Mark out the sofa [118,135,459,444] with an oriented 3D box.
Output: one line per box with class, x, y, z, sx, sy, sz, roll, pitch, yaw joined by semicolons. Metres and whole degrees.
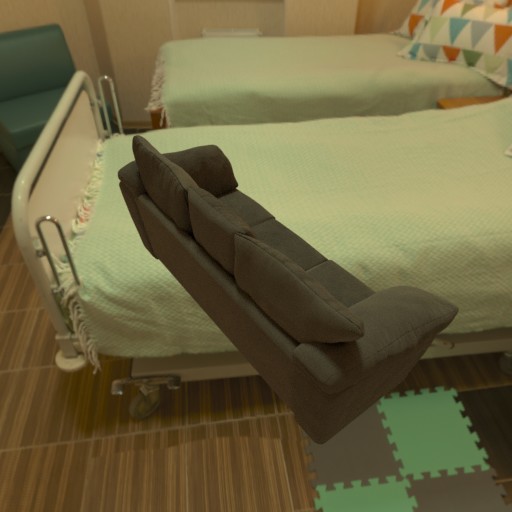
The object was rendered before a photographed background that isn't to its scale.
sofa;0.000;0.000;2.899;0.878;1.073;2.336;-26;48;-27
